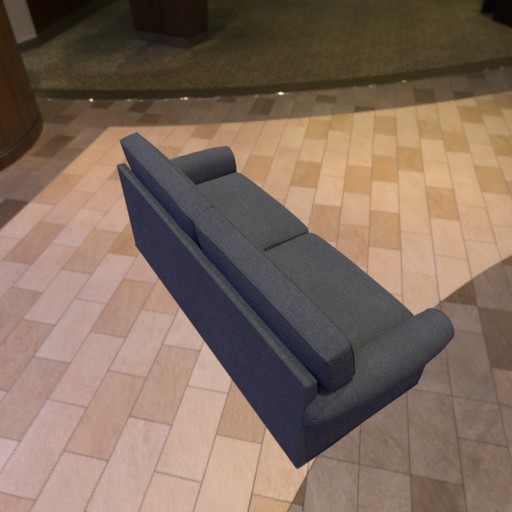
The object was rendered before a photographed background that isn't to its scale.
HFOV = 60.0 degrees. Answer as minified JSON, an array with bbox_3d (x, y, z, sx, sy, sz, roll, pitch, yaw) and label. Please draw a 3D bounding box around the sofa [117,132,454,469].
[{"bbox_3d":[0.000,0.000,2.883,0.954,1.026,2.391,-24,47,-25],"label":"sofa"}]
